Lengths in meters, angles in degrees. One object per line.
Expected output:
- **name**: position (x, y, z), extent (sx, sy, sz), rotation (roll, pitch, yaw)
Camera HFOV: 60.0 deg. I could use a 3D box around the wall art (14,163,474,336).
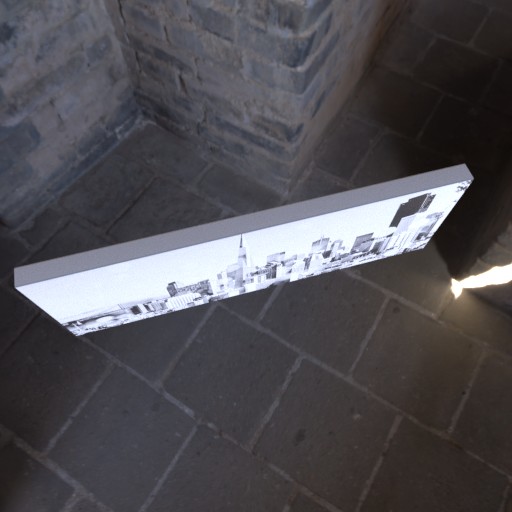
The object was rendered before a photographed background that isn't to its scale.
- **wall art**: position (0.000, 0.000, 0.838), extent (0.766, 0.256, 0.036), rotation (-14, 64, -7)
